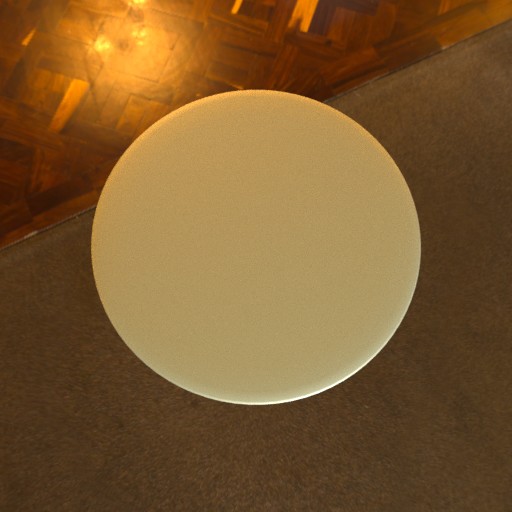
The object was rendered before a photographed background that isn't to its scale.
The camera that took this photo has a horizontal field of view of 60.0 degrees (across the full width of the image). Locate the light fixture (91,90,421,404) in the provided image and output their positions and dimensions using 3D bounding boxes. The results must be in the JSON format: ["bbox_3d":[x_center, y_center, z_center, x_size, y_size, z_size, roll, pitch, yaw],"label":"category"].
[{"bbox_3d":[0.000,0.000,0.638,0.393,0.229,0.393,0,75,0],"label":"light fixture"}]
